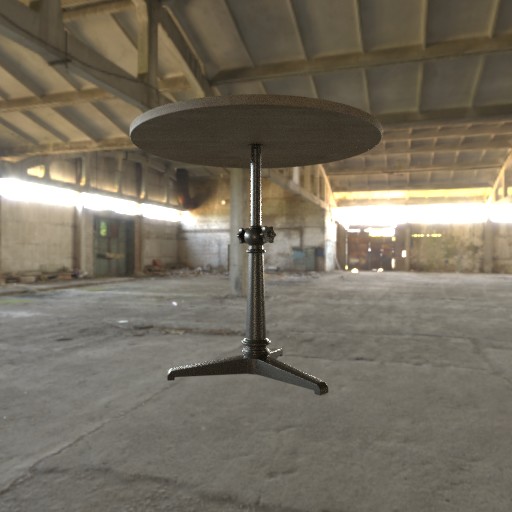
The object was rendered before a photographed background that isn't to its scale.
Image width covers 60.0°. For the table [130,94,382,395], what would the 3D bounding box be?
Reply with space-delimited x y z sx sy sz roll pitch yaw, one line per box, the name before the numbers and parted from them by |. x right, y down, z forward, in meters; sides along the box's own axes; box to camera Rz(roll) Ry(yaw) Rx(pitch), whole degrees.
table | 0.000 0.000 1.463 0.800 0.780 0.800 0 0 0
